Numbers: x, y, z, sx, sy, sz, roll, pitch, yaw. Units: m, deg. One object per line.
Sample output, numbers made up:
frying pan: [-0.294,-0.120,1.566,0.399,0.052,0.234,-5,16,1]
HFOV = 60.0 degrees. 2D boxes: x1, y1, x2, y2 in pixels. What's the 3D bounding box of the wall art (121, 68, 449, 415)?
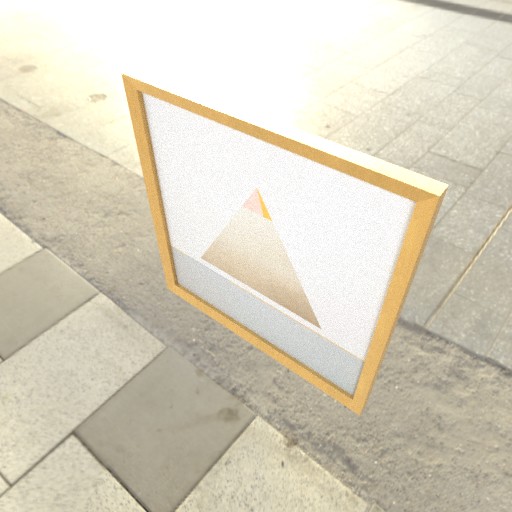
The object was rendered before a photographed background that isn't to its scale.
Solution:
wall art: [0.000,0.000,2.903,1.935,1.936,0.097,29,52,26]
